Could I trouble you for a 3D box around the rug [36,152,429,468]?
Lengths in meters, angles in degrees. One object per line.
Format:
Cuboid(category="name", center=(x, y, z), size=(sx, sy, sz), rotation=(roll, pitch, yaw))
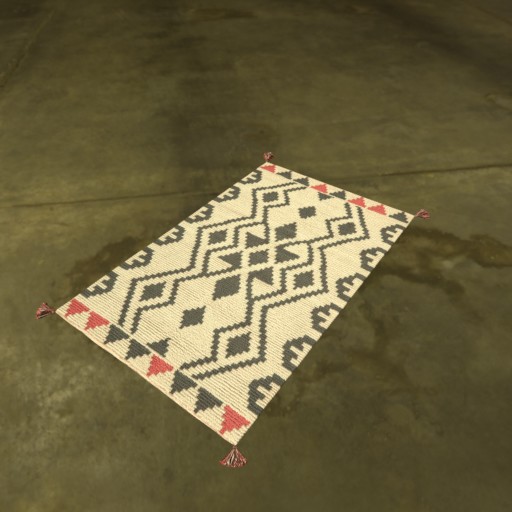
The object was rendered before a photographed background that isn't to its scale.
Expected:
Cuboid(category="rug", center=(0.000, 0.000, 3.313), size=(1.741, 0.066, 2.672), rotation=(26, 48, 26))
